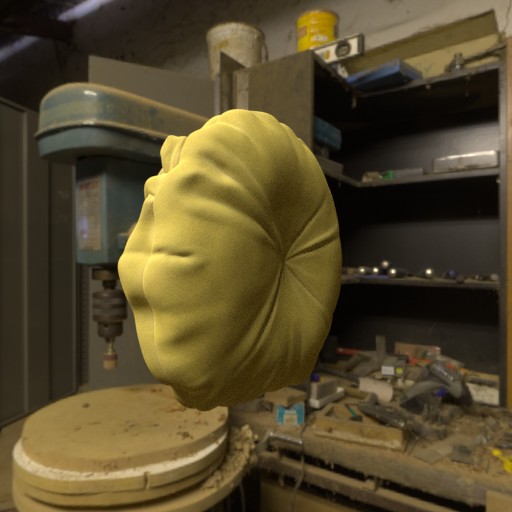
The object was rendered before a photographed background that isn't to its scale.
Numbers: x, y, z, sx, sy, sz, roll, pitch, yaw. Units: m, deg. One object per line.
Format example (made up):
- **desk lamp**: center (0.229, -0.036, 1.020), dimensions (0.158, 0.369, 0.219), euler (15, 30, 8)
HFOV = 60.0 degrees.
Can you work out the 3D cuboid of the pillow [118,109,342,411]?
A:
- **pillow**: center (0.000, 0.000, 0.651), dimensions (0.148, 0.407, 0.428), euler (0, 0, 36)
